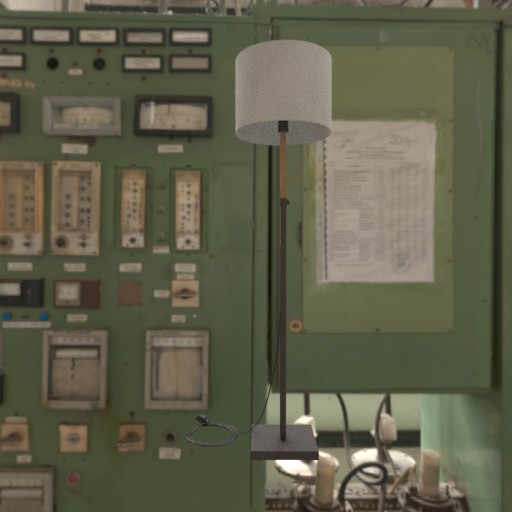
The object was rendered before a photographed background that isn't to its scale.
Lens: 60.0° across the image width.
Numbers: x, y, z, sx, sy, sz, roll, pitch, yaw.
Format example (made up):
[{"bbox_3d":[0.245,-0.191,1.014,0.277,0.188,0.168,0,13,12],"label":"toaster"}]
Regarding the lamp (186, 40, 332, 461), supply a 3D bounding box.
[{"bbox_3d":[0.000,0.000,1.931,0.639,1.650,0.474,0,1,1],"label":"lamp"}]
